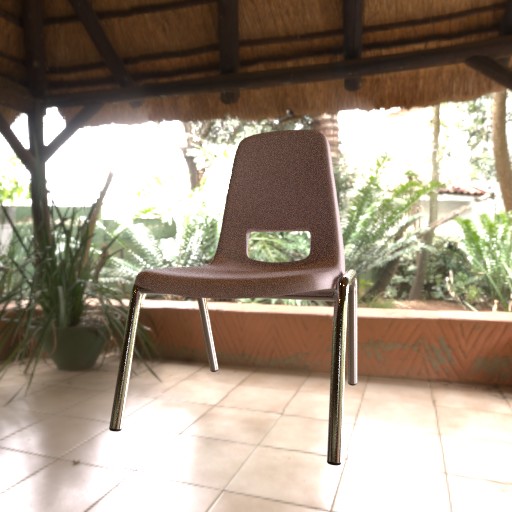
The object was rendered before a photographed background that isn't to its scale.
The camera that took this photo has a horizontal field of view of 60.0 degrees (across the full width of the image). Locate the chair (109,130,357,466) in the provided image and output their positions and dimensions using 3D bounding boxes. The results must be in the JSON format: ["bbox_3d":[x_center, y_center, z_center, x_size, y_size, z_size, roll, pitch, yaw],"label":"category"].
[{"bbox_3d":[0.000,0.000,0.798,0.354,0.536,0.385,0,2,18],"label":"chair"}]
